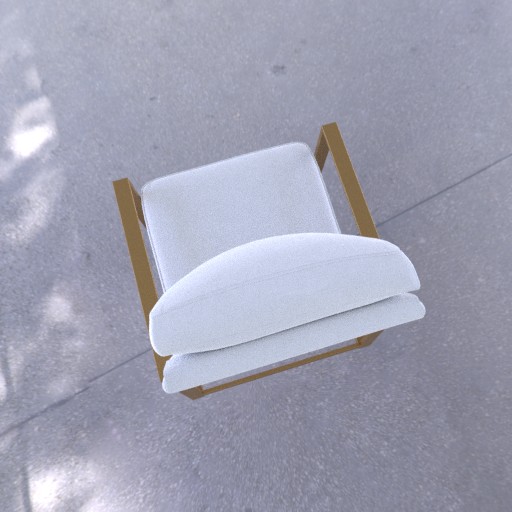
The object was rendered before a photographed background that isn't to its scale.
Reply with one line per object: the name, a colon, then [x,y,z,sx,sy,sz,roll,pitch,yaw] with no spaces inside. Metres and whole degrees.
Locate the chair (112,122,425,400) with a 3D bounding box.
chair: [0.000,0.000,1.545,0.805,0.966,0.813,-16,75,-4]
